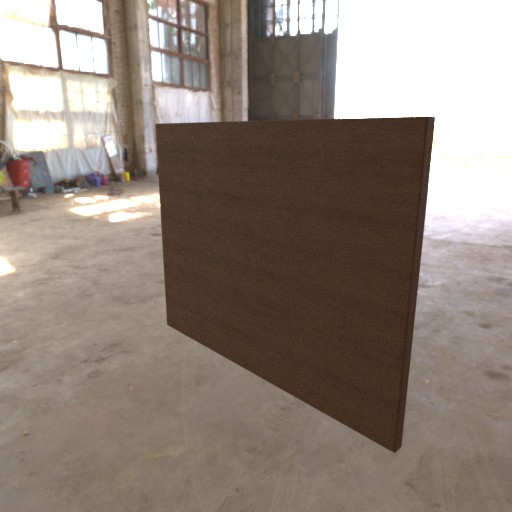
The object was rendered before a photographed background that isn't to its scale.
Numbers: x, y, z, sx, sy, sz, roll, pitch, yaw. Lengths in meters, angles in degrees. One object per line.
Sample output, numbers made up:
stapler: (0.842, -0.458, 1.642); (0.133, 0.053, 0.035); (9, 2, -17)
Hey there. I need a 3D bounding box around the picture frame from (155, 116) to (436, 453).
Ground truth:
picture frame: (0.000, 0.000, 1.746); (0.045, 1.018, 1.329); (-14, 21, -41)
